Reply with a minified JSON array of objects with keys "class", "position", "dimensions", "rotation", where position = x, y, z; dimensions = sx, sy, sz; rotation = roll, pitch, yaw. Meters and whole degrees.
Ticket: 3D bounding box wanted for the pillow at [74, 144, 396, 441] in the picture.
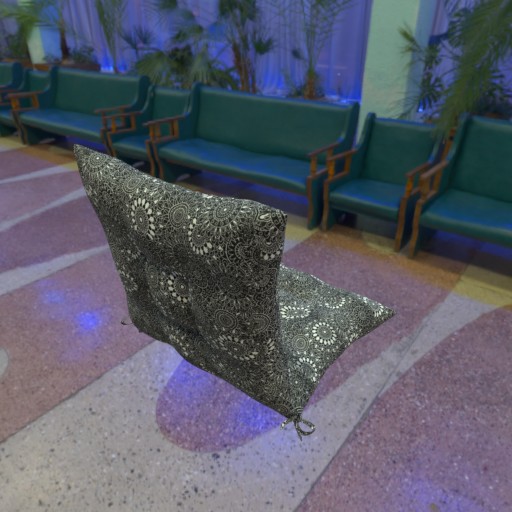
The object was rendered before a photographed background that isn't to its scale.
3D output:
[{"class":"pillow","position":[0.000,0.000,1.016],"dimensions":[0.541,0.536,0.585],"rotation":[22,37,33]}]
